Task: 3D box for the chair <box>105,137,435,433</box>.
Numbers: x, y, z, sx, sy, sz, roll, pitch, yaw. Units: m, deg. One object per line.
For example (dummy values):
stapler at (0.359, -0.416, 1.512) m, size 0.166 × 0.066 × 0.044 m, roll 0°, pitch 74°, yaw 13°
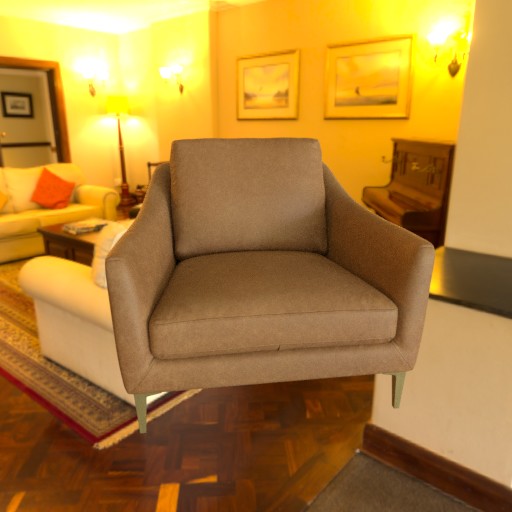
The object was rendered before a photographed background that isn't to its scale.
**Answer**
chair at (0.000, 0.000, 1.760) m, size 0.988 × 0.895 × 0.963 m, roll -2°, pitch 17°, yaw -8°
